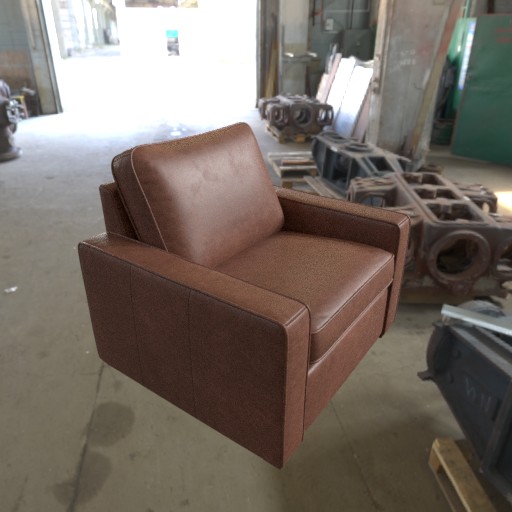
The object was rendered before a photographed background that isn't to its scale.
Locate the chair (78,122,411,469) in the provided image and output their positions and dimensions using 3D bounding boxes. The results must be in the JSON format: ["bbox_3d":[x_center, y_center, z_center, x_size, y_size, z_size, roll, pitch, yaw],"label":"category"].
[{"bbox_3d":[0.000,0.000,1.792,0.940,0.919,1.017,18,32,32],"label":"chair"}]
